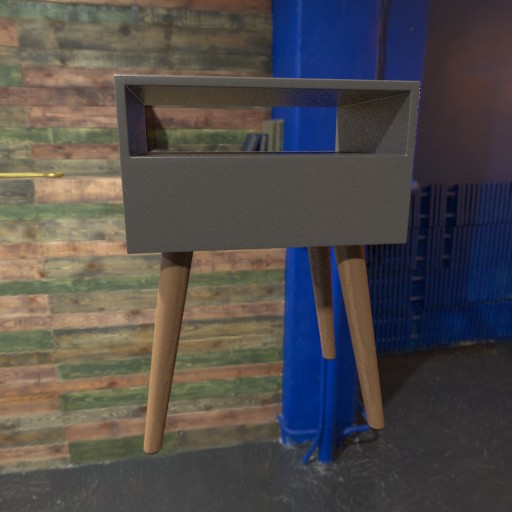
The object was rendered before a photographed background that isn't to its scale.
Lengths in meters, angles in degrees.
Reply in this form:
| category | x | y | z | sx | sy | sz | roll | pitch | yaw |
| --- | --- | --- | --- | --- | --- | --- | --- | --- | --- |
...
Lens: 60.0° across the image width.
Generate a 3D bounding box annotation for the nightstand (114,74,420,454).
| category | x | y | z | sx | sy | sz | roll | pitch | yaw |
| --- | --- | --- | --- | --- | --- | --- | --- | --- | --- |
| nightstand | 0.000 | 0.000 | 0.725 | 0.370 | 0.508 | 0.288 | -2 | 15 | -9 |
